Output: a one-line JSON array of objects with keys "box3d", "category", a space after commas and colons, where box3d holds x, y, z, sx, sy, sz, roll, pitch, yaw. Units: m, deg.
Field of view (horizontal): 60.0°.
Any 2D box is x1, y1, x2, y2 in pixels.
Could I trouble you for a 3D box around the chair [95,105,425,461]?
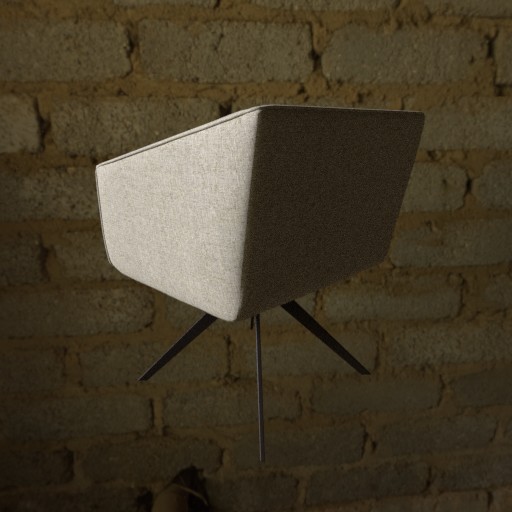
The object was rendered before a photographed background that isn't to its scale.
[{"box3d": [0.000, 0.000, 1.229, 0.623, 0.760, 0.628, 16, 23, 43], "category": "chair"}]
